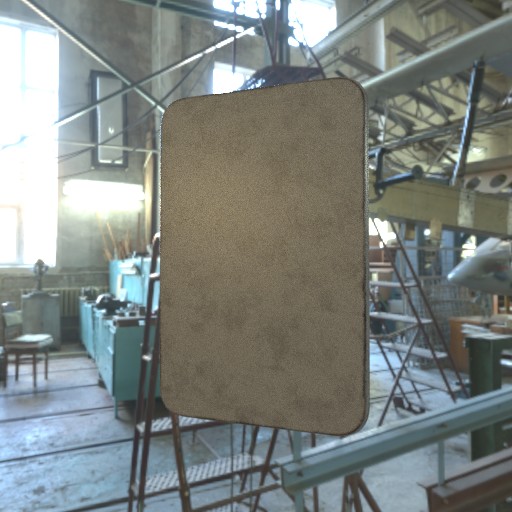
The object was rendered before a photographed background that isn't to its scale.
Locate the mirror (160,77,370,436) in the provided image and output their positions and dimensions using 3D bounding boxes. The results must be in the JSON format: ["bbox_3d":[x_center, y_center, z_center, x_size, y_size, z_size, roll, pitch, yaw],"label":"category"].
[{"bbox_3d":[0.000,0.000,0.930,0.461,0.713,0.024,0,-1,19],"label":"mirror"}]
